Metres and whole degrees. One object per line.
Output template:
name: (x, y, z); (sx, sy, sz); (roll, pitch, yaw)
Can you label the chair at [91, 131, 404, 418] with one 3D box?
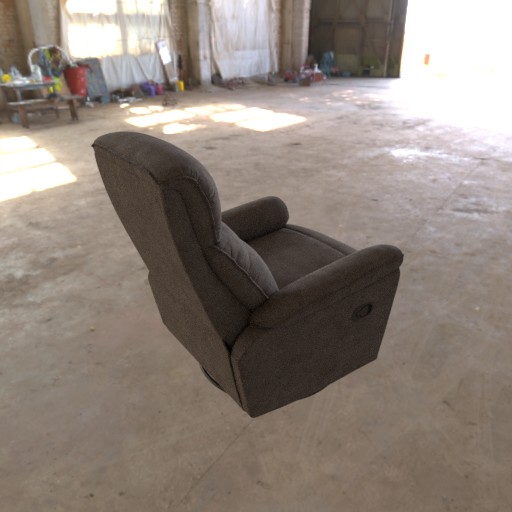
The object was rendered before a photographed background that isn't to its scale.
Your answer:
chair: (0.000, 0.000, 1.776); (1.009, 1.036, 0.830); (-18, 31, -32)
